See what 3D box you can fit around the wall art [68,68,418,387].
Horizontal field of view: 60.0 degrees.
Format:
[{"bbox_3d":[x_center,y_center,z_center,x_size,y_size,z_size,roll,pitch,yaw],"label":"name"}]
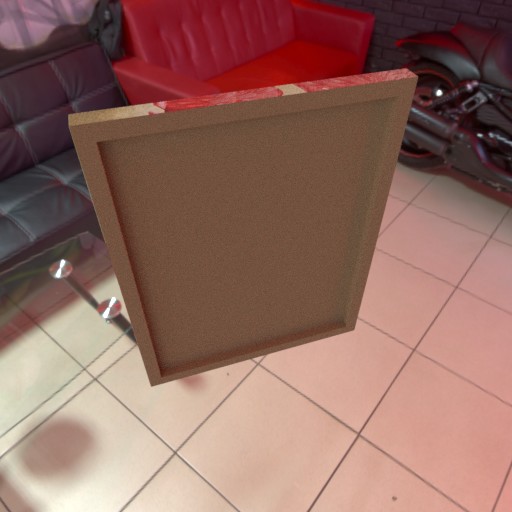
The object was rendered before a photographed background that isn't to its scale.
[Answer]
[{"bbox_3d":[0.000,0.000,0.677,0.406,0.508,0.028,-13,45,-13],"label":"wall art"}]
